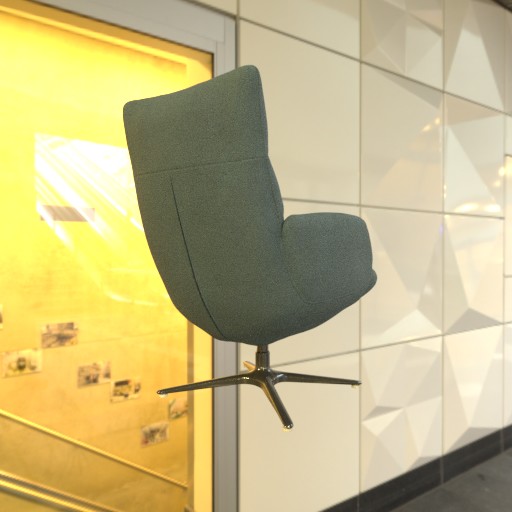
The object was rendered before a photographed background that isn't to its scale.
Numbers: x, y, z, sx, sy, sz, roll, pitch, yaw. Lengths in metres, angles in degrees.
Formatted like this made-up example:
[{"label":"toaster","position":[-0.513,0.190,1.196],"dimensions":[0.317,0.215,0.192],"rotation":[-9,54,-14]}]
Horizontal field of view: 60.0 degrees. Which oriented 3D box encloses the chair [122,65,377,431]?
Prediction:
[{"label":"chair","position":[0.000,0.000,1.623],"dimensions":[0.711,1.016,0.889],"rotation":[0,1,35]}]
